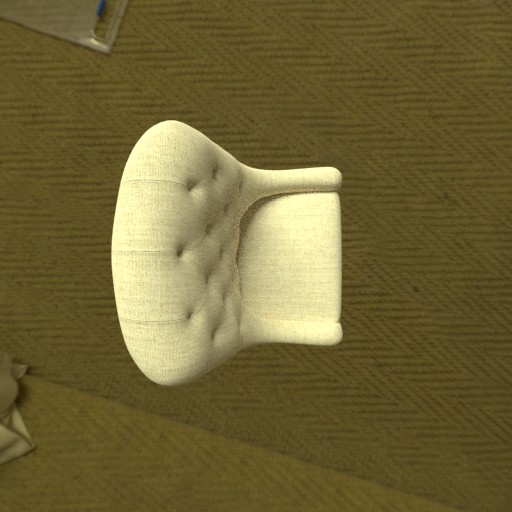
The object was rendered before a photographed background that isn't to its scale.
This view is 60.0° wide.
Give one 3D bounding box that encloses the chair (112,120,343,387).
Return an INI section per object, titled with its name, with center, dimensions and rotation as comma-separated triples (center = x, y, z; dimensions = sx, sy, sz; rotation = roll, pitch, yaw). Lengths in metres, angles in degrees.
[chair]
center = 0.000, 0.000, 1.482
dimensions = 0.629, 1.091, 0.634
rotation = 0, 89, 0
